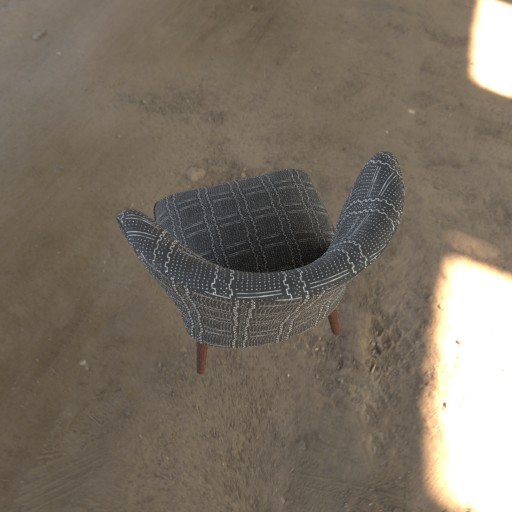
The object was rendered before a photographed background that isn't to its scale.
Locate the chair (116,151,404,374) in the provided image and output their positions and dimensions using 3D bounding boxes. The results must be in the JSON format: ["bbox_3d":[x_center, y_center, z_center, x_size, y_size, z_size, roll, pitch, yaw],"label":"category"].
[{"bbox_3d":[0.000,0.000,1.435,0.710,0.866,0.758,-14,58,-9],"label":"chair"}]
